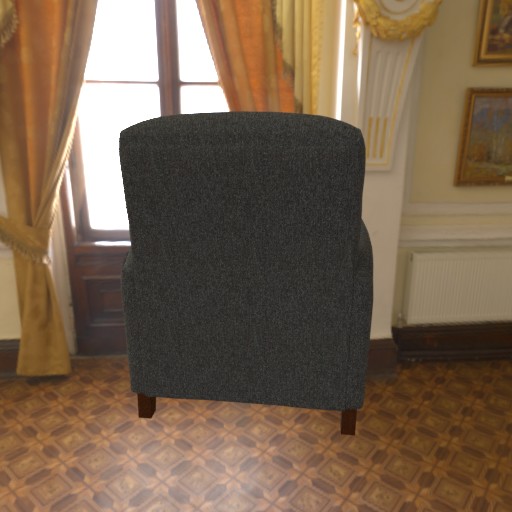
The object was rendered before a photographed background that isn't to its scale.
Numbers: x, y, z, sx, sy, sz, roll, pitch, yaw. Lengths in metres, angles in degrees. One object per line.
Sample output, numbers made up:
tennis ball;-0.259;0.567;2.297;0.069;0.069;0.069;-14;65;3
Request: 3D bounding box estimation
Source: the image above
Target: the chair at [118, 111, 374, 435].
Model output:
chair;0.000;0.000;1.680;0.839;1.016;0.850;2;16;7
